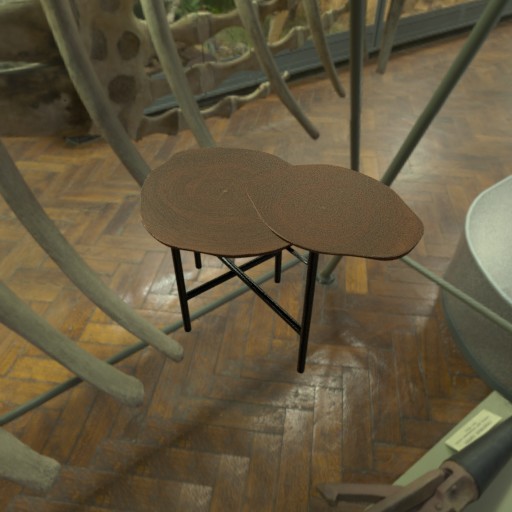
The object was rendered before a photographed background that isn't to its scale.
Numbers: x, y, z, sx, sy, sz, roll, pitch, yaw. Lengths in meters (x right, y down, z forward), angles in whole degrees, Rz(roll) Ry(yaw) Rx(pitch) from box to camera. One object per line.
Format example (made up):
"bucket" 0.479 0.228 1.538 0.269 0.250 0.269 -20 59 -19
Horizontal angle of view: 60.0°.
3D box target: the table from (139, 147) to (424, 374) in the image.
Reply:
"table" 0.000 0.000 1.093 0.442 0.538 0.759 -26 47 -26
